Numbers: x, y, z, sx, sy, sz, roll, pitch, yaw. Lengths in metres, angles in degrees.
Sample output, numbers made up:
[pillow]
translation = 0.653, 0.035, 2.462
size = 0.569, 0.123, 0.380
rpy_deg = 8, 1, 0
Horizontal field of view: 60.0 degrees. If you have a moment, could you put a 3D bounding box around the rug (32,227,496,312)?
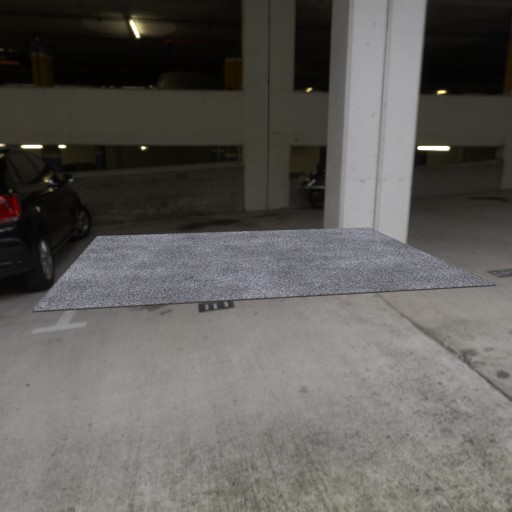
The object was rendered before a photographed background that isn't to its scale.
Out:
[rug]
translation = 0.000, 0.000, 2.855
size = 2.235, 0.008, 1.600
rpy_deg = -2, 15, -9
